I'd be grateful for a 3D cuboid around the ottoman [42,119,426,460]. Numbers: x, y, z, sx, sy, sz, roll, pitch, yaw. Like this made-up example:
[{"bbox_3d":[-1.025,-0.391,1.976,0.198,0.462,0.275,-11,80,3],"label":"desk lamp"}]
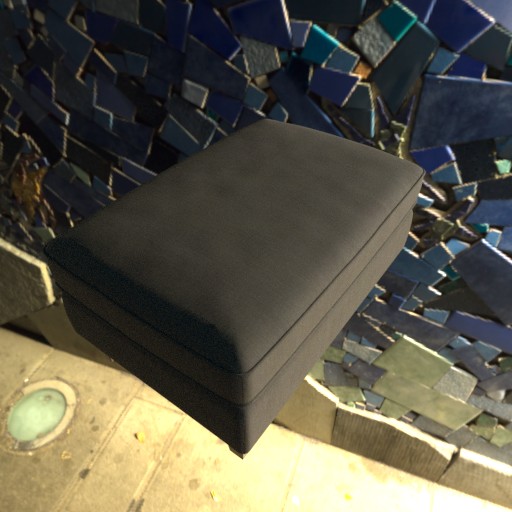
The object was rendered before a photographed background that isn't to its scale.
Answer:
[{"bbox_3d":[0.000,0.000,1.313,0.636,0.480,0.941,26,47,27],"label":"ottoman"}]
